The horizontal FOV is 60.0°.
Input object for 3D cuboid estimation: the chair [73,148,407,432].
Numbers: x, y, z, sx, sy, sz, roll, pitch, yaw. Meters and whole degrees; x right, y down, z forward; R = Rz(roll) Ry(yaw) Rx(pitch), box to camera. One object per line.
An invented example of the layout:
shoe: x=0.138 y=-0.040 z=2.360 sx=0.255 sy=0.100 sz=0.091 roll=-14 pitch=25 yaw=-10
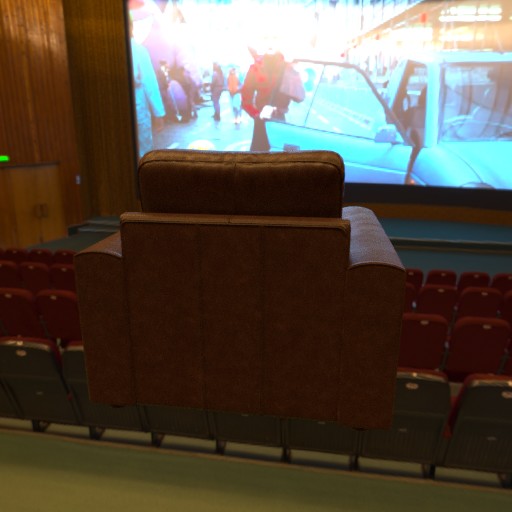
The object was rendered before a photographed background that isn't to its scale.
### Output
chair: x=0.000 y=0.000 z=1.805 sx=1.005 sy=0.873 sz=1.016 roll=2 pitch=16 yaw=8
